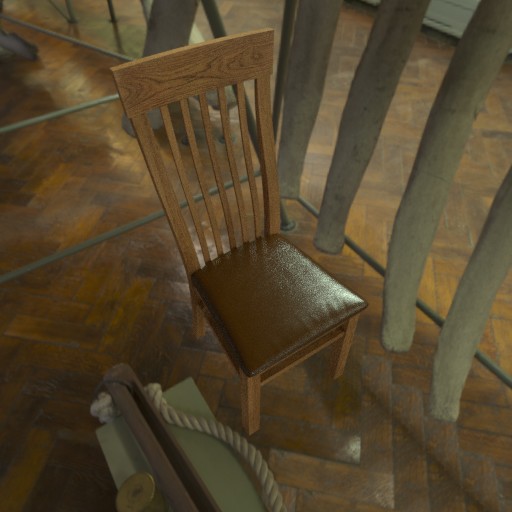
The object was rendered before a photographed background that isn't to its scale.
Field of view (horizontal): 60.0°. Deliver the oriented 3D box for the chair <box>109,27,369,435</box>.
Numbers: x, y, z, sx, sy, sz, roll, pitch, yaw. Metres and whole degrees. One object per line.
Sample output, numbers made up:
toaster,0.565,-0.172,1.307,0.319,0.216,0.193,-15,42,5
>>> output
chair,0.000,0.000,1.337,0.450,1.050,0.580,-26,52,-22
